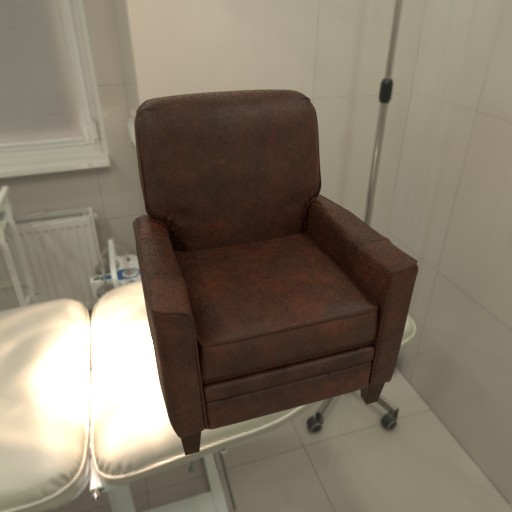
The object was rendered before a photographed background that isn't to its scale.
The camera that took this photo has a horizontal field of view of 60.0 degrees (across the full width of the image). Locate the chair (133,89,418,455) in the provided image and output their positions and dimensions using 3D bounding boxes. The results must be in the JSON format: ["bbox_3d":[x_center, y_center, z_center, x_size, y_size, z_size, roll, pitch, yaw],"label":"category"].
[{"bbox_3d":[0.000,0.000,1.650,0.843,1.043,0.836,-9,32,-16],"label":"chair"}]
